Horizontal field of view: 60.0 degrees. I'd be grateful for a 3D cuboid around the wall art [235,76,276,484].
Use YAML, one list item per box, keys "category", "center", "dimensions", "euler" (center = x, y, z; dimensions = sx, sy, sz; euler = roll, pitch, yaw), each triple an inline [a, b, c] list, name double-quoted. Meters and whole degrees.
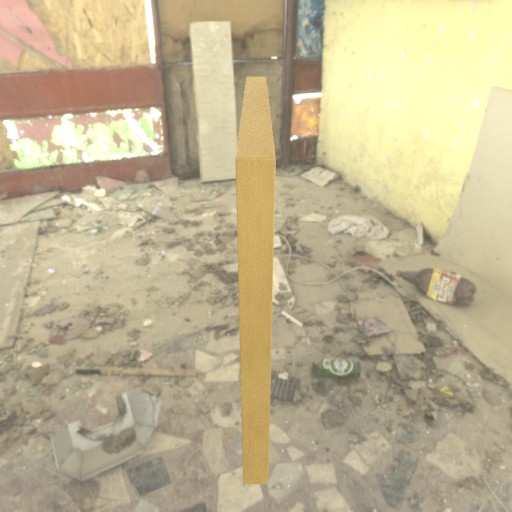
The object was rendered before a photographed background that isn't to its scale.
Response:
- category: "wall art"
  center: [0.000, 0.000, 0.766]
  dimensions: [0.038, 0.508, 0.508]
  euler: [0, 30, 0]
